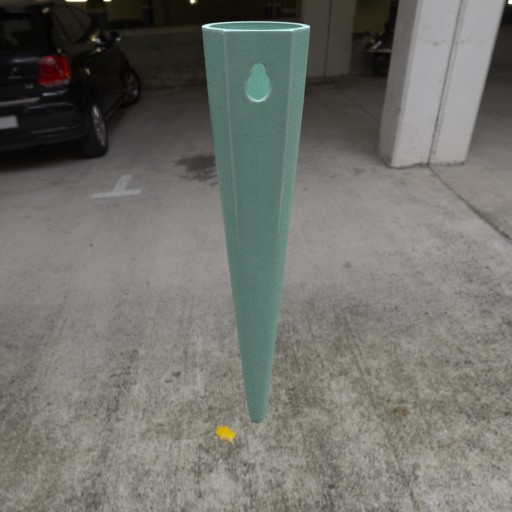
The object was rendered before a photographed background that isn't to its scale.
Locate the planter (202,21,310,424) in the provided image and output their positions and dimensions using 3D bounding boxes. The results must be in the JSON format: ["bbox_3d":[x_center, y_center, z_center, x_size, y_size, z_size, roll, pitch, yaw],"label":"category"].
[{"bbox_3d":[0.000,0.000,0.289,0.054,0.268,0.055,-1,31,-2],"label":"planter"}]
